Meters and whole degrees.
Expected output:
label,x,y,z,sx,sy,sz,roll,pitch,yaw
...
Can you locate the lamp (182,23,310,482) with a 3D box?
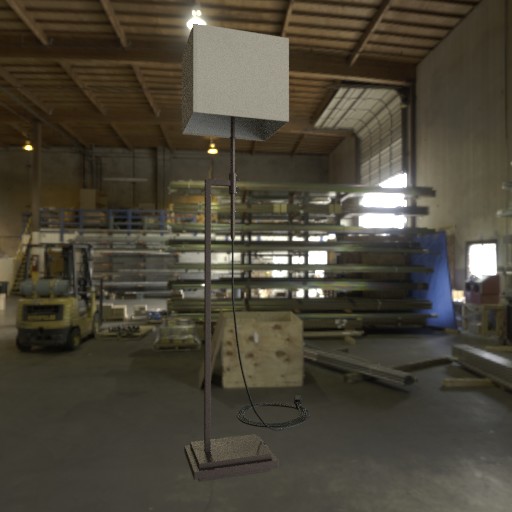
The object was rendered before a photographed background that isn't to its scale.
label,x,y,z,sx,sy,sz,roll,pitch,yaw
lamp,0.000,0.000,1.994,0.698,1.600,0.774,0,-1,-17
